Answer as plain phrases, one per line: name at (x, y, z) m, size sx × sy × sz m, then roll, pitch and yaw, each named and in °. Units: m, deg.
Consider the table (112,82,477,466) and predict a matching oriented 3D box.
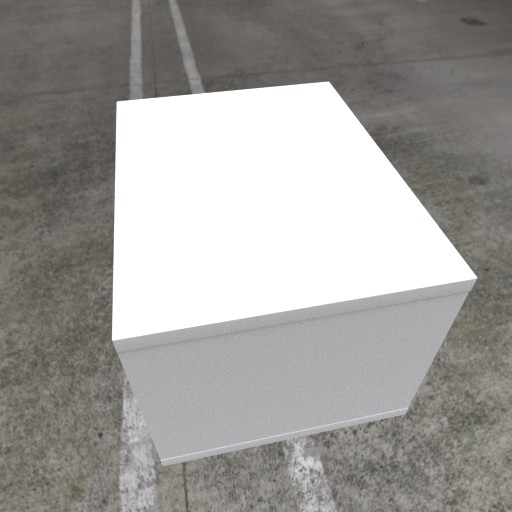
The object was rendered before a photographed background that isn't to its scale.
table at (0.000, 0.000, 0.769) m, size 0.399 × 0.357 × 0.517 m, roll -9°, pitch 46°, yaw -8°
